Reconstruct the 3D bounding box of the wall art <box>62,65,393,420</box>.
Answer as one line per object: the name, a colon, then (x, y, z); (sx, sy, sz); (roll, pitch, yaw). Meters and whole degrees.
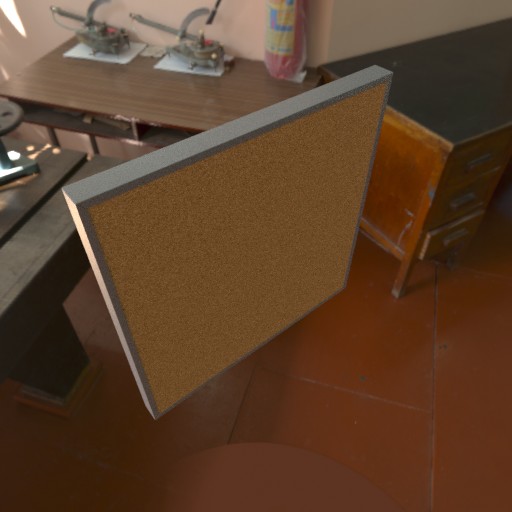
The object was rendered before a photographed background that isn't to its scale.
wall art: (0.000, 0.000, 0.520); (0.349, 0.349, 0.028); (-30, 53, -26)
